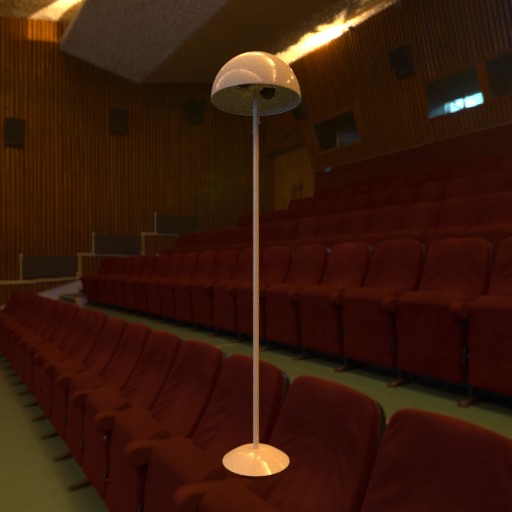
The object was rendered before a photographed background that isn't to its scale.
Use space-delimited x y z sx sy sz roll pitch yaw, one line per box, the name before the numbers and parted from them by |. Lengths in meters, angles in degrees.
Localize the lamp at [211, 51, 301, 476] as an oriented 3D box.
lamp | 0.000 0.000 1.614 0.328 1.480 0.328 0 -1 -36
